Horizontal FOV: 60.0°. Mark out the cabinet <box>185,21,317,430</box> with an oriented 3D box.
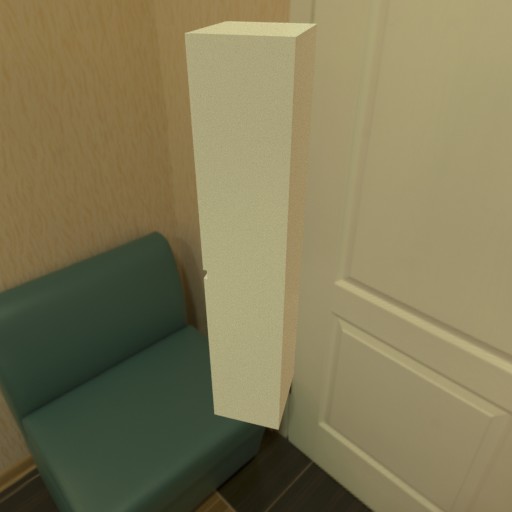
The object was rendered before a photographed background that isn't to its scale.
[{"bbox_3d":[0.000,0.000,1.523,0.269,1.400,0.300,9,34,13],"label":"cabinet"}]
